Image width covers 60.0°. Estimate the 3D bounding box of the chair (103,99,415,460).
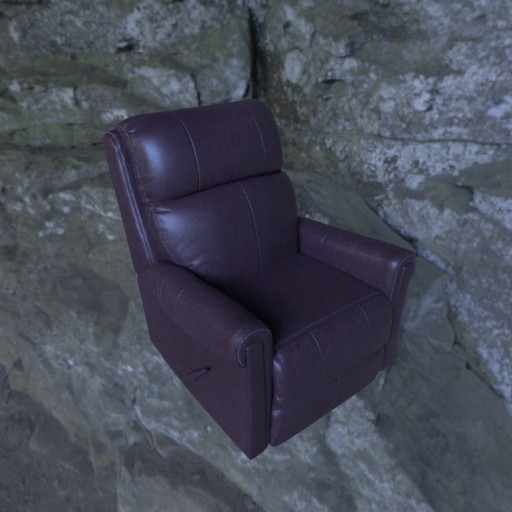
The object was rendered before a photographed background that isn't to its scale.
[{"bbox_3d":[0.000,0.000,1.778,0.838,1.054,1.014,-21,35,-32],"label":"chair"}]
